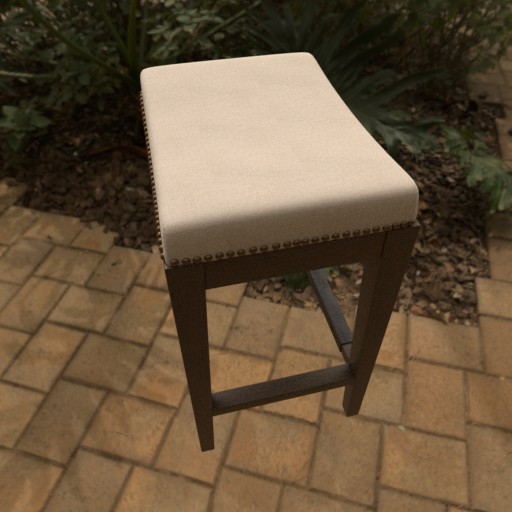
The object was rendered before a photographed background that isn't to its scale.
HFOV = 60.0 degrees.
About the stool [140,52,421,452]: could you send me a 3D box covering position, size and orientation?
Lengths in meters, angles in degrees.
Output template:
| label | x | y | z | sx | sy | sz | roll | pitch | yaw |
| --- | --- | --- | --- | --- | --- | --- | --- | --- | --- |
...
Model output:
| label | x | y | z | sx | sy | sz | roll | pitch | yaw |
| --- | --- | --- | --- | --- | --- | --- | --- | --- | --- |
| stool | 0.000 | 0.000 | 0.926 | 0.361 | 0.642 | 0.500 | -10 | 47 | -9 |
